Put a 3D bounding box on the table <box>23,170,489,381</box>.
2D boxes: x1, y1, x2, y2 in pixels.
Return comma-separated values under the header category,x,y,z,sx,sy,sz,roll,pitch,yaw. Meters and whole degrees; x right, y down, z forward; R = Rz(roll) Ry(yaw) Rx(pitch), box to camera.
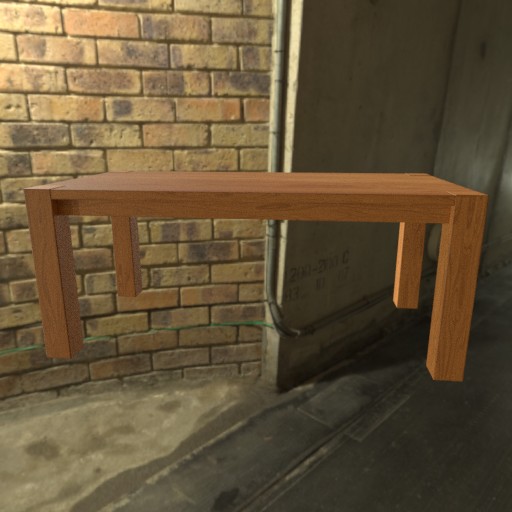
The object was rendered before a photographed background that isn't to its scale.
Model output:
category,x,y,z,sx,sy,sz,roll,pitch,yaw
table,0.000,0.000,2.233,1.800,0.760,0.900,2,16,6
